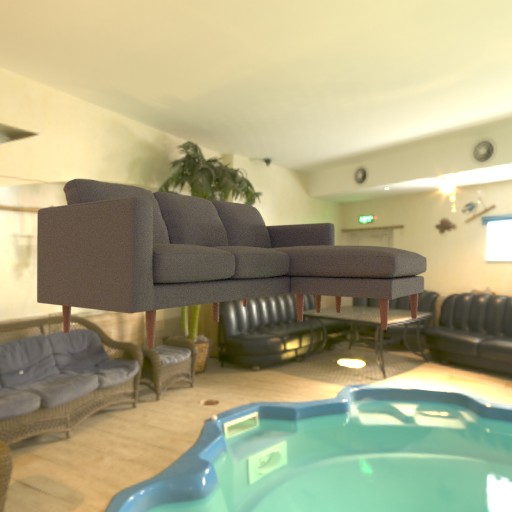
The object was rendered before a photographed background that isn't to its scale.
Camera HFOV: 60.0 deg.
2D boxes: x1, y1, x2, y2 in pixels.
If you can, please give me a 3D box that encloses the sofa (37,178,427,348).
[{"bbox_3d":[0.000,0.000,2.836,1.591,0.897,2.031,0,0,36],"label":"sofa"}]
